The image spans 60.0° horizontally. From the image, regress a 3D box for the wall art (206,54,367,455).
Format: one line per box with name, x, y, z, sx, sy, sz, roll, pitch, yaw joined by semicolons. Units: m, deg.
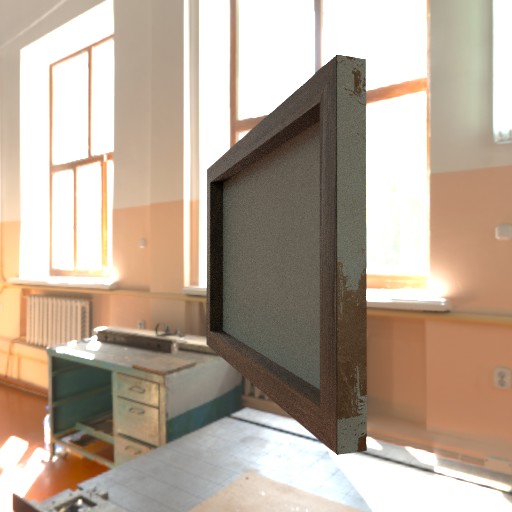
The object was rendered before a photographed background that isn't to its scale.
wall art;0.000;0.000;0.740;0.035;0.405;0.609;0;0;-19
